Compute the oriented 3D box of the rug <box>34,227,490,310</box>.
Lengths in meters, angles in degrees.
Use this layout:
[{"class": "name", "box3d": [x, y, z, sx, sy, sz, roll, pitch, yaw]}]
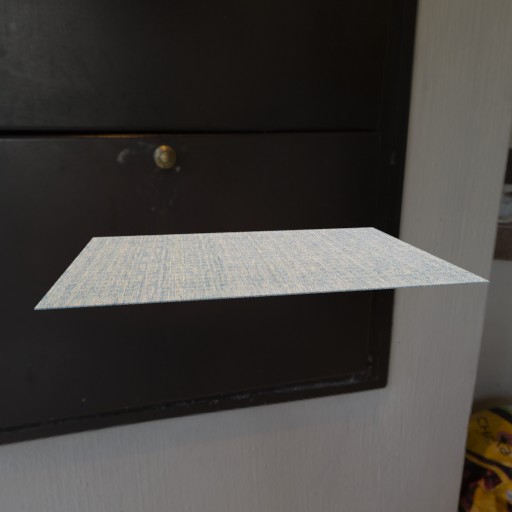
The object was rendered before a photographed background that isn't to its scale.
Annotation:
[{"class": "rug", "box3d": [0.000, 0.000, 2.219, 1.752, 0.006, 1.142, -3, 15, -10]}]
